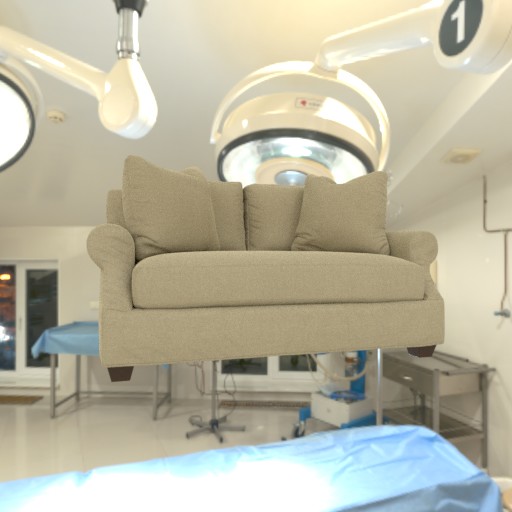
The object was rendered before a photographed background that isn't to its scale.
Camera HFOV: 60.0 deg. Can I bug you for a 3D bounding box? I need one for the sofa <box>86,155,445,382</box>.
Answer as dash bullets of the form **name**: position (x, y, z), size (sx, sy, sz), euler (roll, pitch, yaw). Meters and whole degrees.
- **sofa**: position (0.000, 0.000, 2.213), size (1.550, 0.905, 1.070), euler (0, 0, -17)
